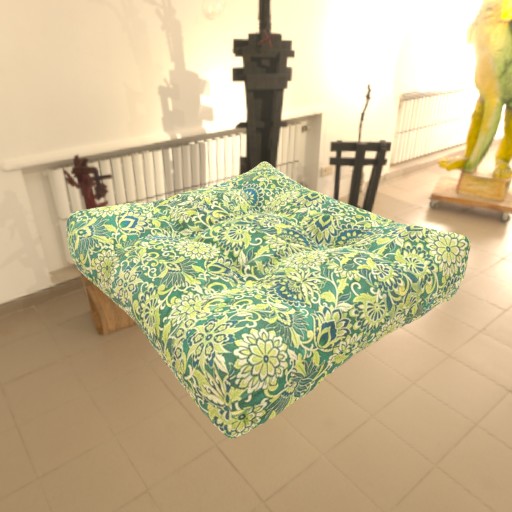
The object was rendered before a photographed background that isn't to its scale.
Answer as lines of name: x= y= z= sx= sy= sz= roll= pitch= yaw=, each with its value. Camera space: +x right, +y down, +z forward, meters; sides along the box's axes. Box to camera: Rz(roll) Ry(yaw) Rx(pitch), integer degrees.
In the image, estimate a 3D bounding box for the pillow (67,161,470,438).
pillow: x=0.000 y=0.000 z=0.720 sx=0.468 sy=0.128 sz=0.490 roll=-22 pitch=36 yaw=-33
